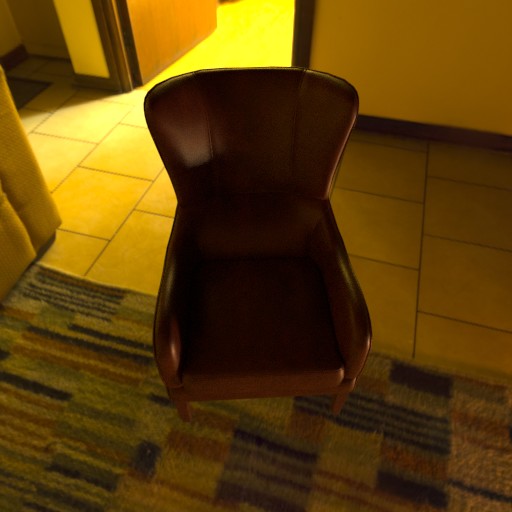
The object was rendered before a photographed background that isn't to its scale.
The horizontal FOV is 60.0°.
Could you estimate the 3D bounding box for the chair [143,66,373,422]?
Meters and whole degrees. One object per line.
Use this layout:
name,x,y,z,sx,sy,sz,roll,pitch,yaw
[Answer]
chair,0.000,0.000,1.641,0.692,1.048,0.914,-2,48,-2
